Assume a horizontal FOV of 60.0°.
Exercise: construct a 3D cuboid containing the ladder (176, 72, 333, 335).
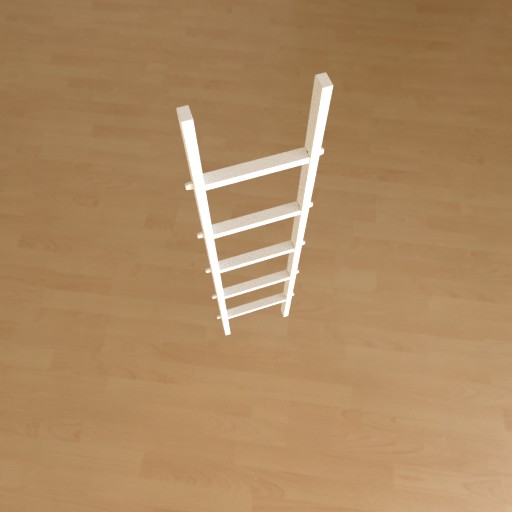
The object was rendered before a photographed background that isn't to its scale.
[{"bbox_3d":[0.000,0.000,1.924,0.452,1.797,0.051,-16,64,-8],"label":"ladder"}]
